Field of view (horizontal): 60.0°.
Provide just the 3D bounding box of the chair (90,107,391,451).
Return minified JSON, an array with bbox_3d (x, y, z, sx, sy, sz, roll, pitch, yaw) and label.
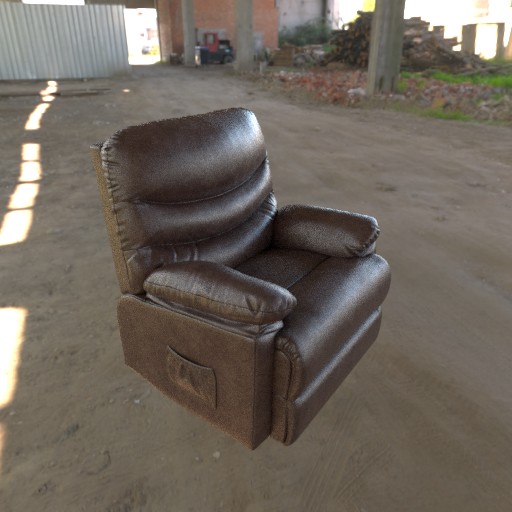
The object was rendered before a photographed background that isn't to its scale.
[{"bbox_3d":[0.000,0.000,1.768,0.879,1.041,0.940,17,30,32],"label":"chair"}]
